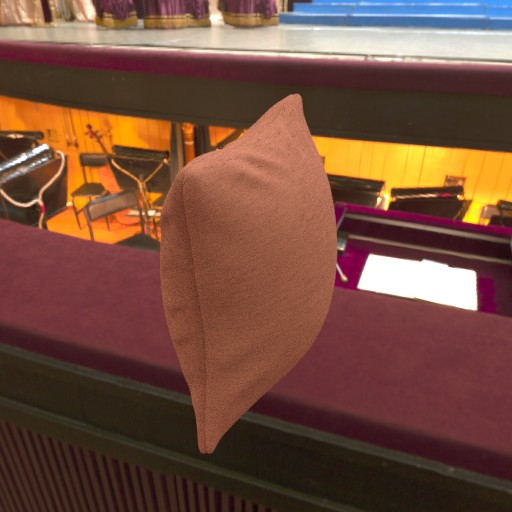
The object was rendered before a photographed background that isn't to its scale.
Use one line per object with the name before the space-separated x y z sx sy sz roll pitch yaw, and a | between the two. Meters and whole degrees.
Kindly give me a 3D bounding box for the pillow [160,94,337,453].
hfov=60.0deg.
pillow | 0.000 0.000 0.689 0.246 0.415 0.432 10 31 16
